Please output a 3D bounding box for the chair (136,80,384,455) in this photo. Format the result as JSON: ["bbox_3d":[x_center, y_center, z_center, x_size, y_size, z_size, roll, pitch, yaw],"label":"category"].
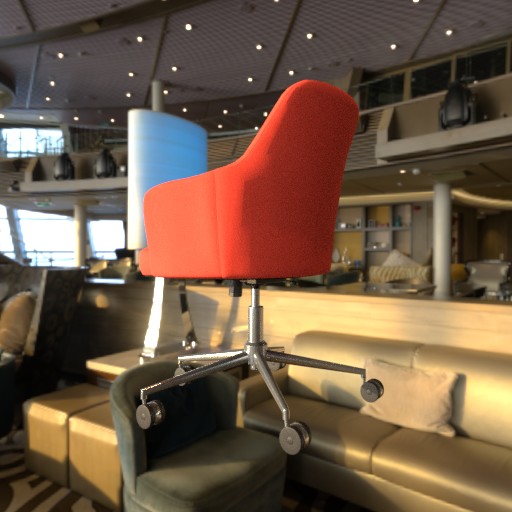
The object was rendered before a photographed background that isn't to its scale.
[{"bbox_3d":[0.000,0.000,1.262,0.600,0.820,0.655,0,1,35],"label":"chair"}]
